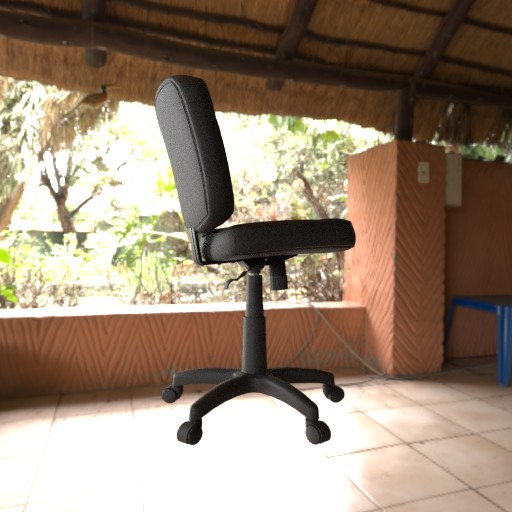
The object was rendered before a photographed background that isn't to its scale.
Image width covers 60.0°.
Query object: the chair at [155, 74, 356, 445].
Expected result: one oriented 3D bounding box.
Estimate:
[{"bbox_3d":[0.000,0.000,1.386,0.610,0.972,0.610,0,1,-19],"label":"chair"}]
